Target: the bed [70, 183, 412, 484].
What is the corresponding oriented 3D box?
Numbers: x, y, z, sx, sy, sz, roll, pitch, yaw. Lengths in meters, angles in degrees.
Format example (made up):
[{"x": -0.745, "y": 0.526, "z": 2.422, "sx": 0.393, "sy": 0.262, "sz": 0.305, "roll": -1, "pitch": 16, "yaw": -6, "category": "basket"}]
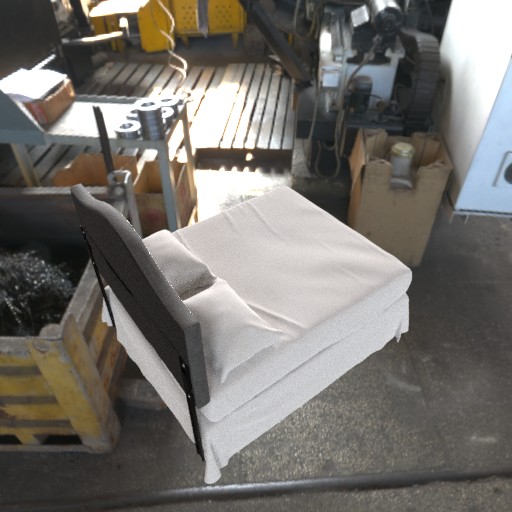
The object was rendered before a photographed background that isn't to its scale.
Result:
[{"x": 0.000, "y": 0.000, "z": 3.486, "sx": 2.221, "sy": 1.645, "sz": 1.876, "roll": -27, "pitch": 48, "yaw": -27, "category": "bed"}]
